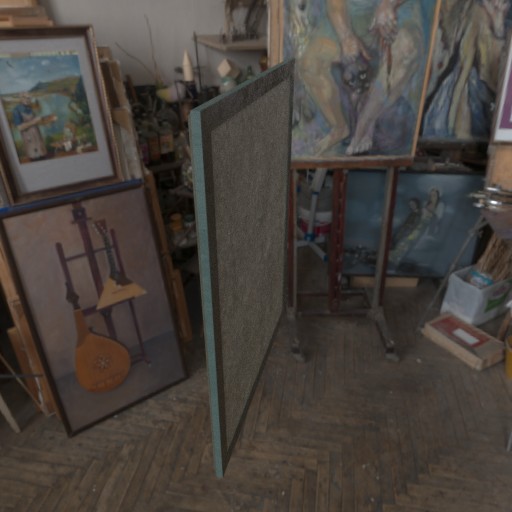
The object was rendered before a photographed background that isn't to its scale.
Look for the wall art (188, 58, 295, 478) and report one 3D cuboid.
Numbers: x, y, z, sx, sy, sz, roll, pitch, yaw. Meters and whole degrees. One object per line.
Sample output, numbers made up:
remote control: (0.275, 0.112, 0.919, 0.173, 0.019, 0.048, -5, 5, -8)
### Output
wall art: (0.000, 0.000, 1.293, 0.030, 0.983, 0.767, 8, 31, 14)
